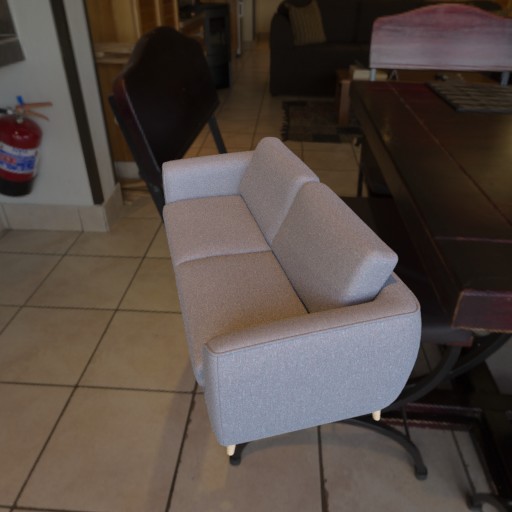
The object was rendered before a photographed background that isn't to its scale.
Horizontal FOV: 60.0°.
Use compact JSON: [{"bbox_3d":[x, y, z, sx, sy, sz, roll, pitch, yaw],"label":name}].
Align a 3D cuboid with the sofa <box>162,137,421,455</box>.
[{"bbox_3d":[0.000,0.000,2.531,0.920,0.870,2.000,-8,33,-13],"label":"sofa"}]
